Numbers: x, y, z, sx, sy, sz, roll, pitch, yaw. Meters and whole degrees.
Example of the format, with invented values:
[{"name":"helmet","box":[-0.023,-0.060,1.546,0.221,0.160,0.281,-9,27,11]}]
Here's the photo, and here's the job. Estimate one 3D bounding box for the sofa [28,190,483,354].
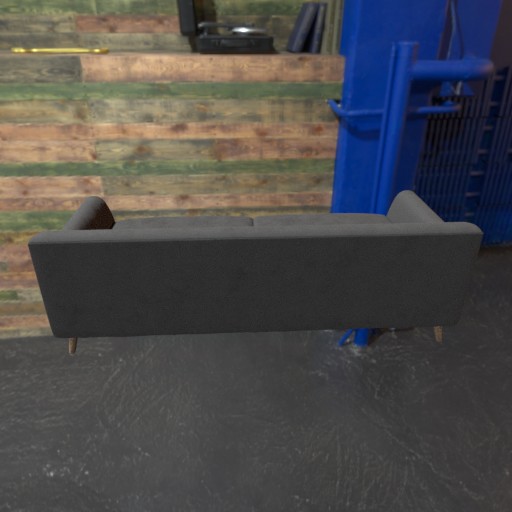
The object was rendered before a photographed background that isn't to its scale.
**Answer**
[{"name":"sofa","box":[0.000,0.000,2.657,2.190,0.740,0.900,-1,29,-3]}]
